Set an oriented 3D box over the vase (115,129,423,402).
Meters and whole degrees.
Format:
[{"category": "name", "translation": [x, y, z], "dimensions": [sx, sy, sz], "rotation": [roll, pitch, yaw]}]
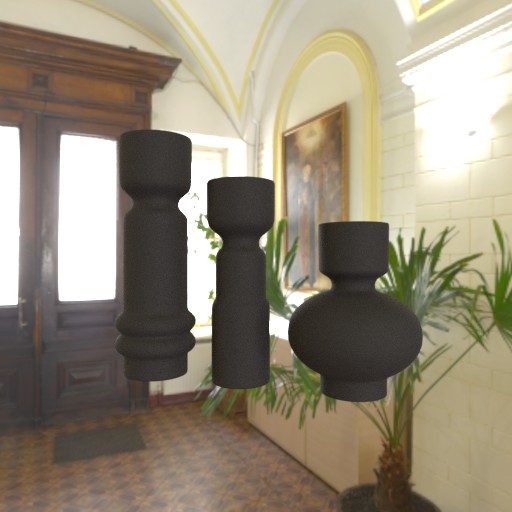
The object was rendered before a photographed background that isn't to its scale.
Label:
[{"category": "vase", "translation": [0.000, 0.000, 0.435], "dimensions": [0.307, 0.249, 0.120], "rotation": [0, 0, 18]}]
